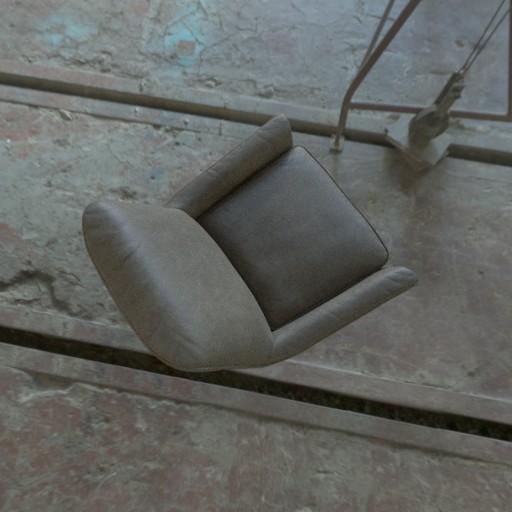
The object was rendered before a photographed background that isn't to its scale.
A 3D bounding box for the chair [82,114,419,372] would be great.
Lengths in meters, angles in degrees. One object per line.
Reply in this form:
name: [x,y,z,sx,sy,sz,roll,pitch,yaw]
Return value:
chair: [0.000,0.000,1.523,0.824,0.888,0.787,-34,76,-9]
